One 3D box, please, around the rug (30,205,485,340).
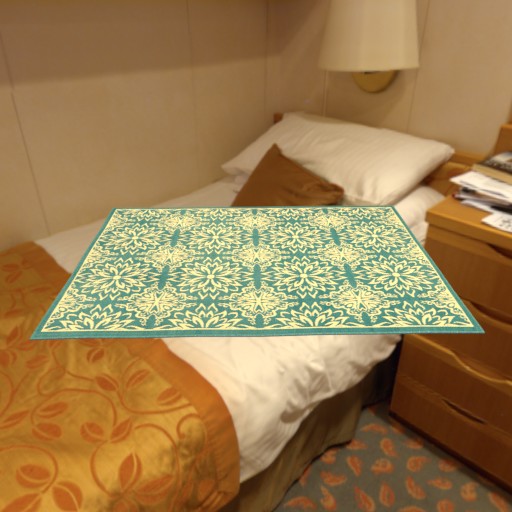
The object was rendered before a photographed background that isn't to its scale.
[{"bbox_3d":[0.000,0.000,2.815,2.205,0.012,1.554,-1,30,-1],"label":"rug"}]
